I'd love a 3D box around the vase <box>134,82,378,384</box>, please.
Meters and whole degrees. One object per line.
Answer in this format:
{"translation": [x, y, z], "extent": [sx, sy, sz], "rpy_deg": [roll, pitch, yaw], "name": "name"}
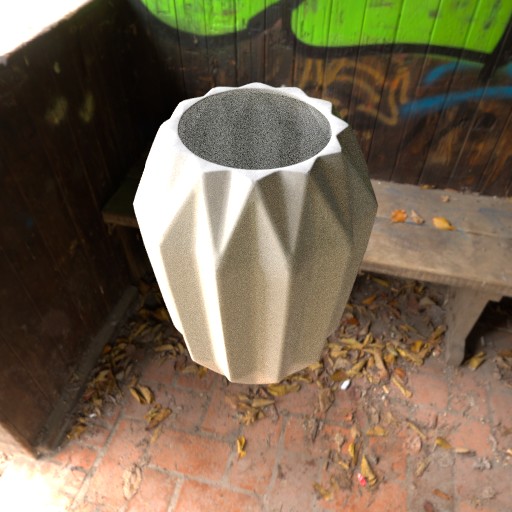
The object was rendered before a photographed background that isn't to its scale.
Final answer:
{"translation": [0.000, 0.000, 0.417], "extent": [0.195, 0.275, 0.195], "rpy_deg": [0, 46, 0], "name": "vase"}
